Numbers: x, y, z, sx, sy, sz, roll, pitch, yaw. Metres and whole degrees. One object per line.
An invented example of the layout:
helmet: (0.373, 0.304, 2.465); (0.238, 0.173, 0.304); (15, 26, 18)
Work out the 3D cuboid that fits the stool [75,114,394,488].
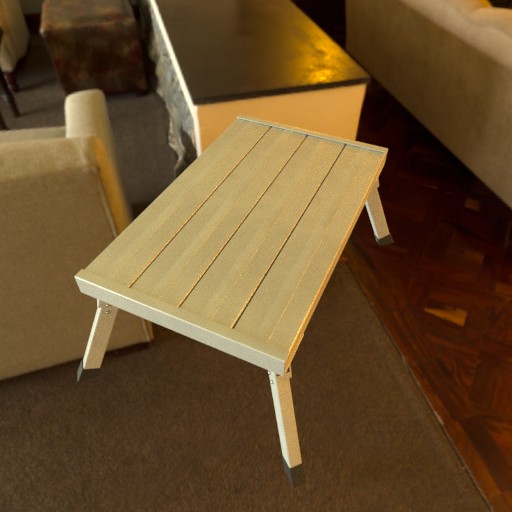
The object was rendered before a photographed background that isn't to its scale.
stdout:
stool: (0.000, 0.000, 0.727); (0.385, 0.225, 0.535); (19, 48, 17)
